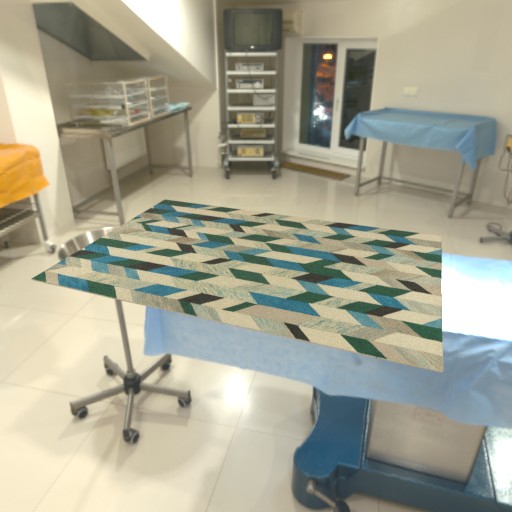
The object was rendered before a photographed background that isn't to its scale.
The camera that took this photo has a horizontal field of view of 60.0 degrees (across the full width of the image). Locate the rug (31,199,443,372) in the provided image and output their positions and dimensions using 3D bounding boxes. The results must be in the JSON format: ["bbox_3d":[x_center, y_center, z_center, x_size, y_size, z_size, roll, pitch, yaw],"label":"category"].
[{"bbox_3d":[0.000,0.000,2.315,1.827,0.005,1.229,9,28,18],"label":"rug"}]
